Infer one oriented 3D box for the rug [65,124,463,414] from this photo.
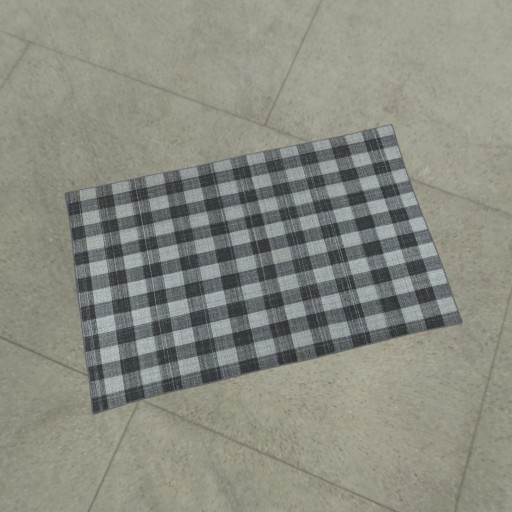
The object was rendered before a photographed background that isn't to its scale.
[{"bbox_3d":[0.000,0.000,3.066,2.476,0.011,1.554,-13,75,-4],"label":"rug"}]
